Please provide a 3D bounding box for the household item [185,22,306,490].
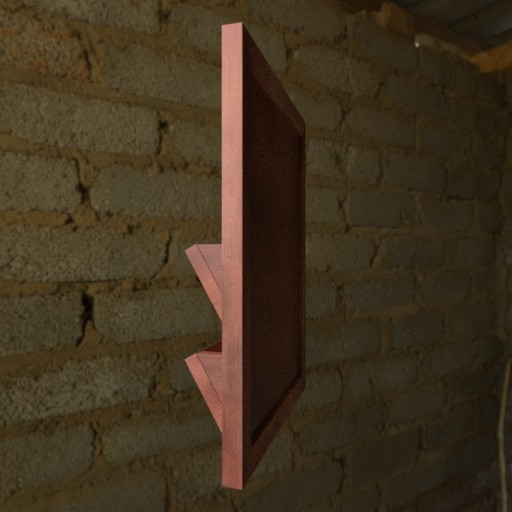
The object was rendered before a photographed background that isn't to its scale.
[{"bbox_3d":[0.000,0.000,0.542,0.067,0.407,0.310,0,0,17],"label":"household item"}]
